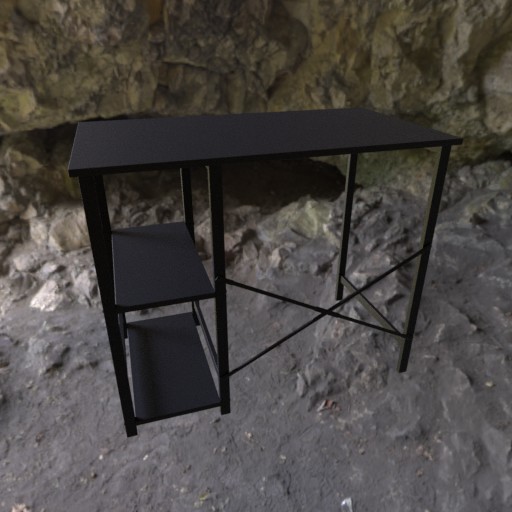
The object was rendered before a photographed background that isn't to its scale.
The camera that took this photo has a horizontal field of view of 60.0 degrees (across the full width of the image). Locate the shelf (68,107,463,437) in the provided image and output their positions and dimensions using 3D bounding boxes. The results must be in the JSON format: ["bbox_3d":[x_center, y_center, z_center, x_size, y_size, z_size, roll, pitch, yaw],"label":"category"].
[{"bbox_3d":[0.000,0.000,1.340,0.902,0.749,0.498,-8,28,-15],"label":"shelf"}]
